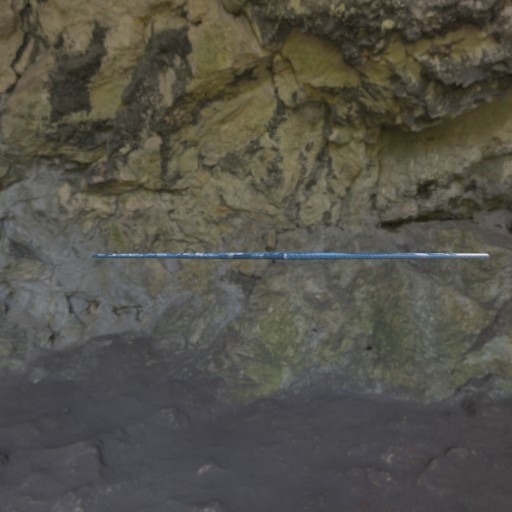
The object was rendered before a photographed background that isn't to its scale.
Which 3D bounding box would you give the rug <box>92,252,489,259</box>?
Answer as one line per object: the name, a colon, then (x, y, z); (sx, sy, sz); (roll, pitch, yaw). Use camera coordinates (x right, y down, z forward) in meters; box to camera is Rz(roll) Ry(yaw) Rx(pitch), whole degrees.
rug: (0.000, 0.000, 3.045); (1.540, 0.027, 2.450); (0, 0, -36)
